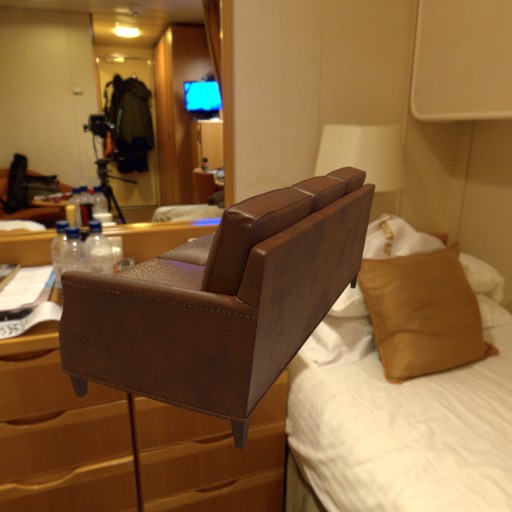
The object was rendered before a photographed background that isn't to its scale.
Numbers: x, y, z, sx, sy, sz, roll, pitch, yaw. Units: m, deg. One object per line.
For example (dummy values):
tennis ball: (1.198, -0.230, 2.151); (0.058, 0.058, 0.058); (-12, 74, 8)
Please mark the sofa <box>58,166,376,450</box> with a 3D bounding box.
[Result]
sofa: (0.000, 0.000, 2.796); (1.084, 1.003, 2.240); (7, 18, 24)
